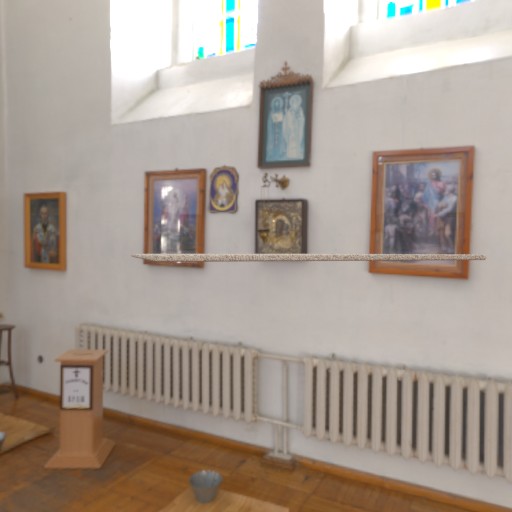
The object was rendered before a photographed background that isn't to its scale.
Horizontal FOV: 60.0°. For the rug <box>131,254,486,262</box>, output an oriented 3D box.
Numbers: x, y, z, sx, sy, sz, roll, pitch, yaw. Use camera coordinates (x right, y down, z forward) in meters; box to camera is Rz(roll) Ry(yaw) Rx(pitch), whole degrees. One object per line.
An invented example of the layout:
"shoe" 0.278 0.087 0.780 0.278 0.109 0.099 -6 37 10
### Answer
"rug" 0.000 0.000 3.445 1.778 0.030 2.743 0 0 -18
